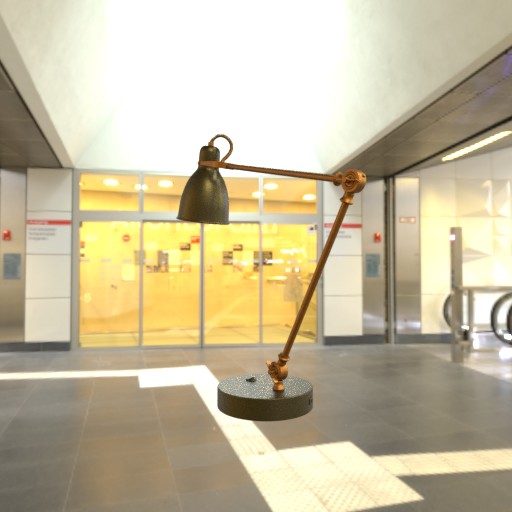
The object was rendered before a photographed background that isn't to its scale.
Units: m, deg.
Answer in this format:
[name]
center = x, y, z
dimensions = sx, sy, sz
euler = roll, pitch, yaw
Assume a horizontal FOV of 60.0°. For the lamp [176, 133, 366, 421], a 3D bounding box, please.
[lamp]
center = 0.000, 0.000, 0.901
dimensions = 0.187, 0.587, 0.561
euler = 1, -2, -36
